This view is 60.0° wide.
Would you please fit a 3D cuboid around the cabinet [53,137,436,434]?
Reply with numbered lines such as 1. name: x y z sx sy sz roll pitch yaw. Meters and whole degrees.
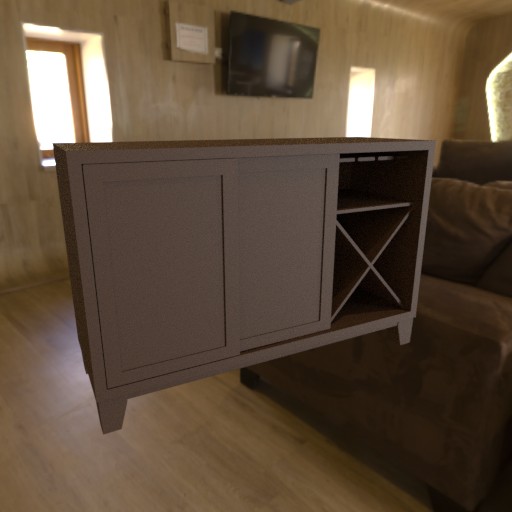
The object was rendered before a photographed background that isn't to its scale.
1. cabinet: 0.000 0.000 1.829 1.396 0.914 0.482 -9 19 -26
